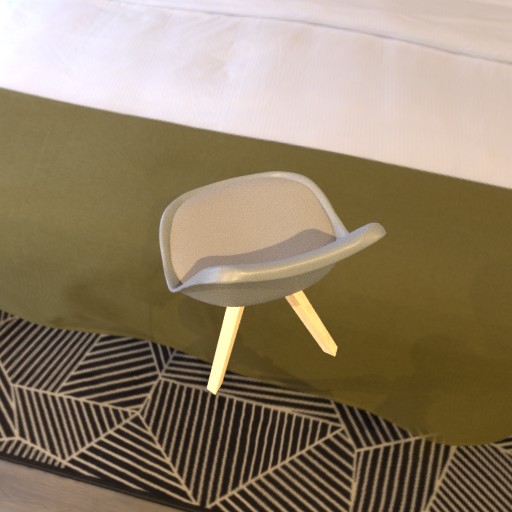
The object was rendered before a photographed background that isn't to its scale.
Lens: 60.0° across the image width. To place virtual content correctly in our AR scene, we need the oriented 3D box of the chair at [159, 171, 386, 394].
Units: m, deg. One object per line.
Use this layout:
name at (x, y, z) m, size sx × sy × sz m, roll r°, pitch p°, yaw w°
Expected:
chair at (0.000, 0.000, 1.193) m, size 0.485 × 0.850 × 0.550 m, roll -15°, pitch 61°, yaw -9°
